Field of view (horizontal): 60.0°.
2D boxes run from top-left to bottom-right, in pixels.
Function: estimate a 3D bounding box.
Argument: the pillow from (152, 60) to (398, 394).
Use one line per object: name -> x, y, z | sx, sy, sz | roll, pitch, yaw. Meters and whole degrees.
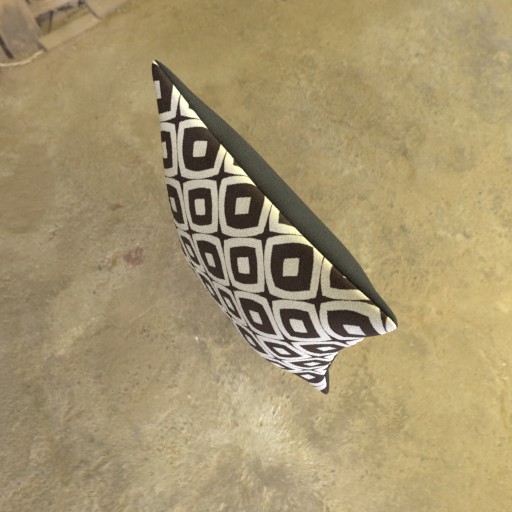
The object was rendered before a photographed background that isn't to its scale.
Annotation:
pillow -> 0.000, 0.000, 0.781 | 0.188, 0.494, 0.504 | -34, 69, -15
